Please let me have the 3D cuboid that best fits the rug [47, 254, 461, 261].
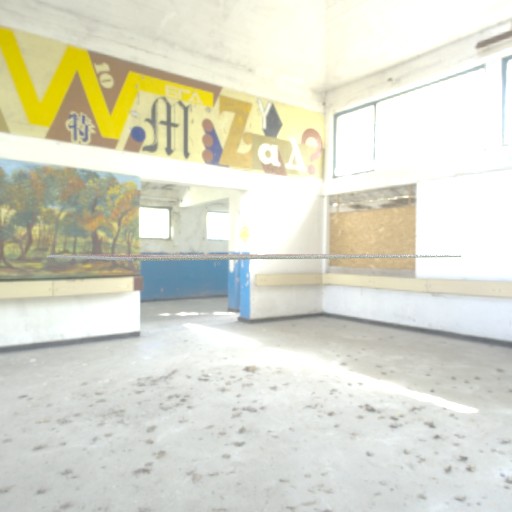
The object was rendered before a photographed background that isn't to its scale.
[{"bbox_3d":[0.000,0.000,2.271,1.747,0.011,1.217,0,1,-36],"label":"rug"}]
